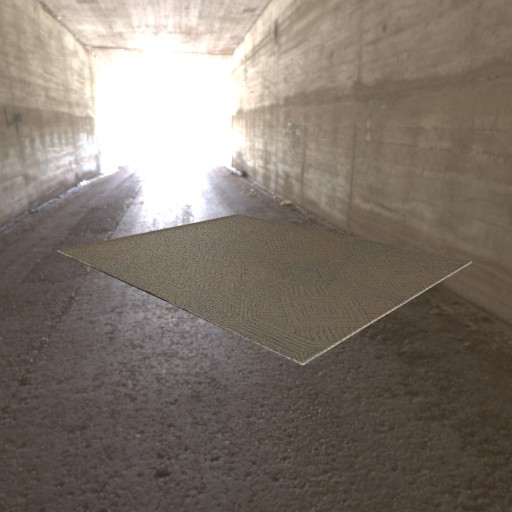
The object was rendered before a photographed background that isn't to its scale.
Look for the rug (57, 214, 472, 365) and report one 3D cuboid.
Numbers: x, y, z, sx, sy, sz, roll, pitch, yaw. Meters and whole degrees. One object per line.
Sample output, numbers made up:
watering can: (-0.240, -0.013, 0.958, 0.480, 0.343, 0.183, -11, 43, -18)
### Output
rug: (0.000, 0.000, 4.164, 3.049, 0.015, 2.457, 16, 23, 42)
